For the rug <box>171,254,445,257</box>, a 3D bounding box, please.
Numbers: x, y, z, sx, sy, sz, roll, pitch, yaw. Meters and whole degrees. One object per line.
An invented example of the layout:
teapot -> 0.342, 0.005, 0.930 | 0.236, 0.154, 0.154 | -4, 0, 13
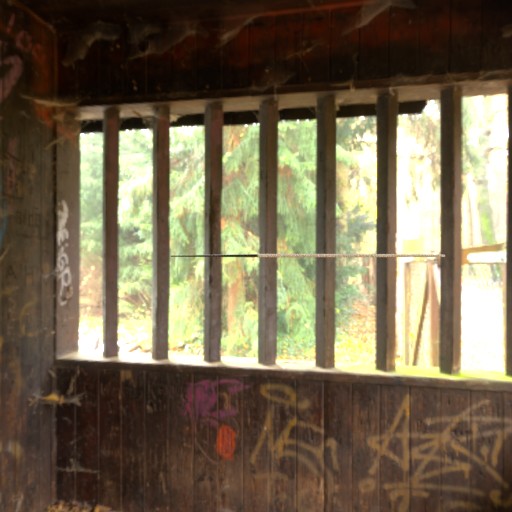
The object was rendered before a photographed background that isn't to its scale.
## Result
rug -> 0.000, 0.000, 2.753 | 0.769, 0.012, 2.448 | 0, 0, -18
